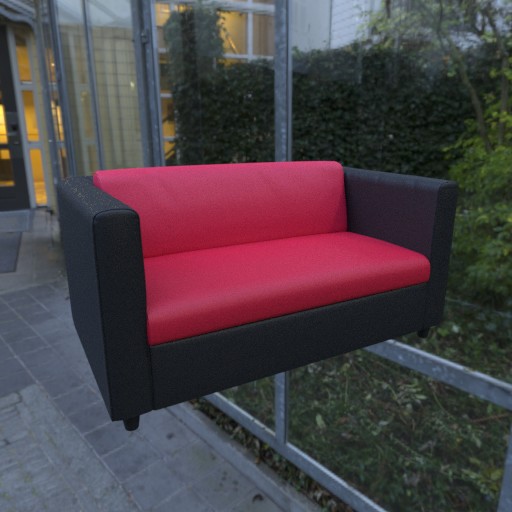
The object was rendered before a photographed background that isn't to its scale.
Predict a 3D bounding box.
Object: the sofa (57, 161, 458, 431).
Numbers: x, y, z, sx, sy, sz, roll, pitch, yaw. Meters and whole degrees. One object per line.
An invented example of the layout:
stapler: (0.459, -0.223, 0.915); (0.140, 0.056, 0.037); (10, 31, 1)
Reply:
sofa: (0.000, 0.000, 1.868); (1.410, 0.735, 0.845); (-9, 18, -28)
